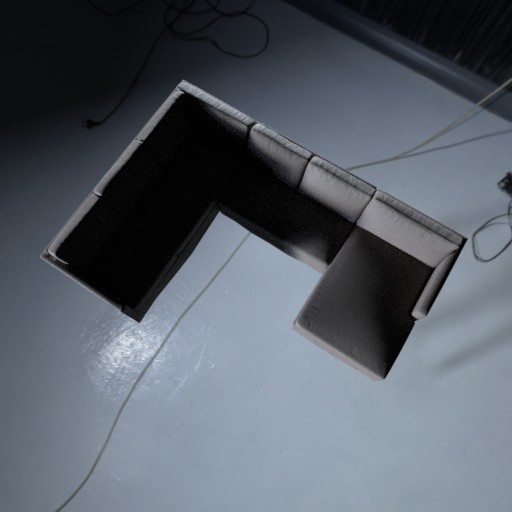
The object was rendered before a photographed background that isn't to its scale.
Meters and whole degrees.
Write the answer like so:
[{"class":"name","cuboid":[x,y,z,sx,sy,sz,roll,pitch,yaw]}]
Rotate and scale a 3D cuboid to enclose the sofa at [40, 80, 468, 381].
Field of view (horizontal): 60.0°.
[{"class":"sofa","cuboid":[0.000,0.000,4.553,3.460,0.882,2.427,32,76,9]}]
